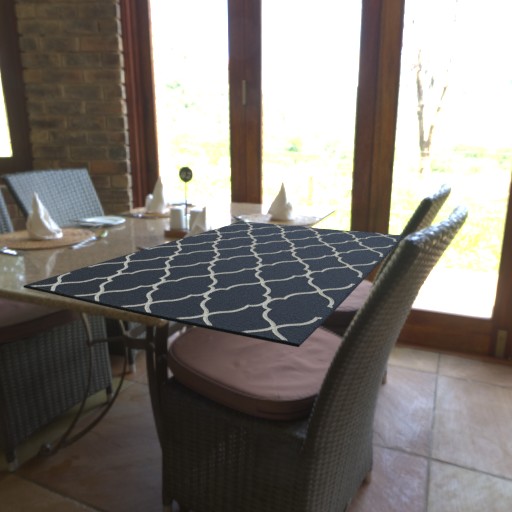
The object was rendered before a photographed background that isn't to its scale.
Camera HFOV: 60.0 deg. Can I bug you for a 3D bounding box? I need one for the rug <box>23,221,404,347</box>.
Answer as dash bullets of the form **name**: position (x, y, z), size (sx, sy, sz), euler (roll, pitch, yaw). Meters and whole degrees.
- **rug**: position (0.000, 0.000, 2.909), size (1.526, 0.014, 2.290), euler (7, 16, 26)
